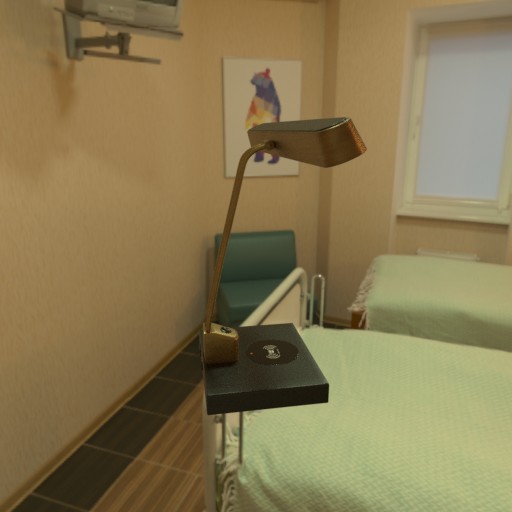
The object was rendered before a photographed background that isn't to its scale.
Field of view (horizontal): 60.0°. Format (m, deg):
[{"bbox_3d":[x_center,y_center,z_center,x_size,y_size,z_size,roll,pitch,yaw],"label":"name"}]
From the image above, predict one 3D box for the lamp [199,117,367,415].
[{"bbox_3d":[0.000,0.000,0.591,0.156,0.345,0.412,-3,16,-9],"label":"lamp"}]
